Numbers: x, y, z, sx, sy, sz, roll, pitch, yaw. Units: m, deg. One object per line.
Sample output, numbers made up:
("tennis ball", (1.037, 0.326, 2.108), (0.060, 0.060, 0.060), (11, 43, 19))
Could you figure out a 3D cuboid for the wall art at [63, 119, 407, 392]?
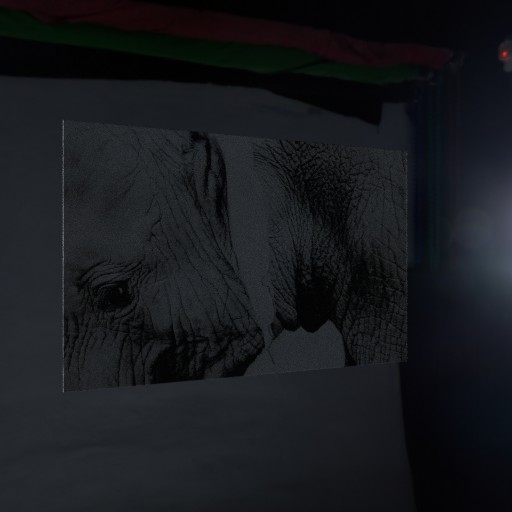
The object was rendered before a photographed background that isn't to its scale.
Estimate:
("wall art", (0.000, 0.000, 1.143), (0.914, 0.607, 0.023), (0, 0, -19))
